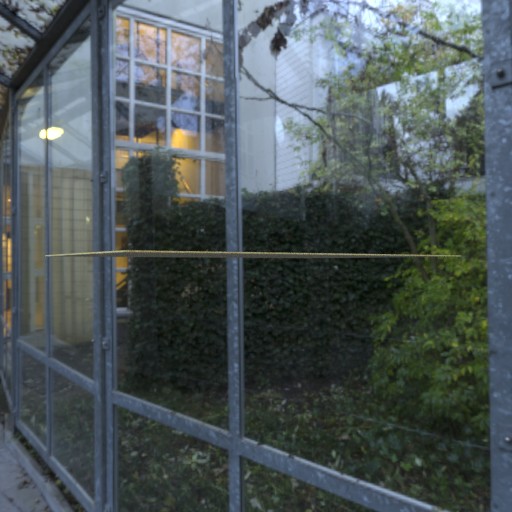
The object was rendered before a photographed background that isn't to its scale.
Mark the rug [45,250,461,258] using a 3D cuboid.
[{"bbox_3d":[0.000,0.000,2.928,2.286,0.006,1.524,1,-1,-35],"label":"rug"}]
